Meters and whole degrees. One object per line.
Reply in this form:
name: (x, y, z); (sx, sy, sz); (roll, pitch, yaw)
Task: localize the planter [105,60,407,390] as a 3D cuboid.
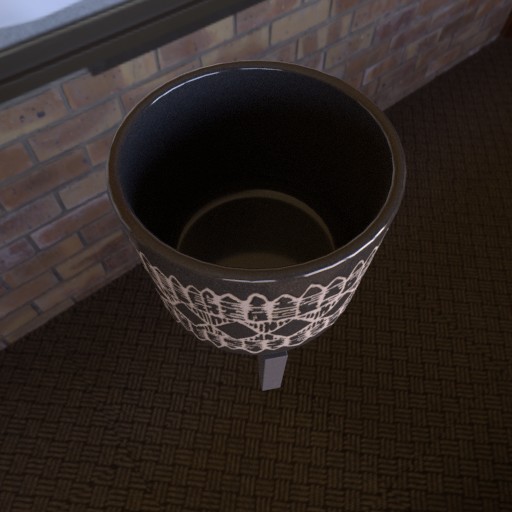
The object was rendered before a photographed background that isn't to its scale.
planter: (0.000, 0.000, 0.402); (0.196, 0.264, 0.196); (17, 60, 10)
